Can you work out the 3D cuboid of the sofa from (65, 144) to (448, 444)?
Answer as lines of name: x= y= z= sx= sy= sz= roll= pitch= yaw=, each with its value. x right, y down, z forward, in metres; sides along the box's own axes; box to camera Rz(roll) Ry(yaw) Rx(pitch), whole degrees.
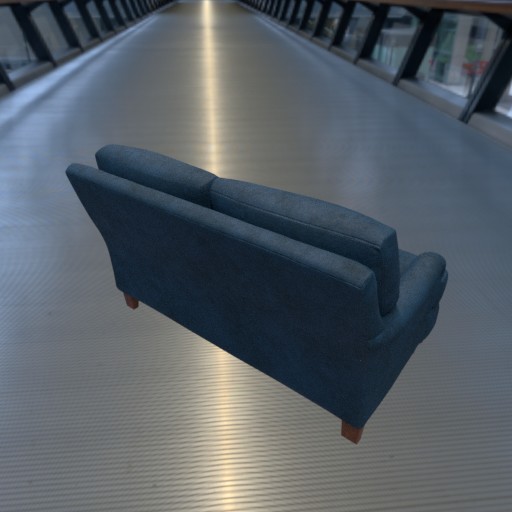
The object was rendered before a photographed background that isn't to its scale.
sofa: x=0.000 y=0.000 z=2.472 sx=1.853 sy=1.101 sz=1.084 roll=22 pitch=37 yaw=33
